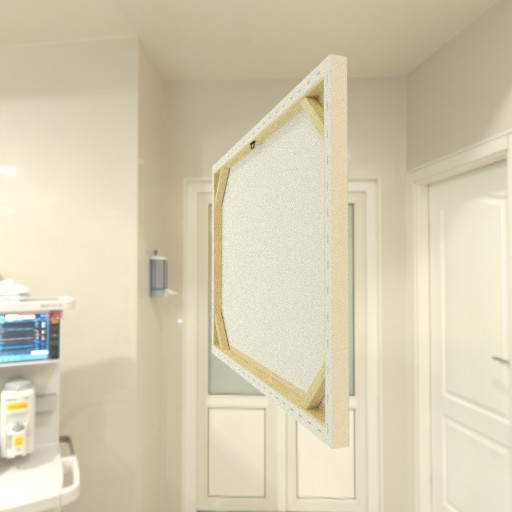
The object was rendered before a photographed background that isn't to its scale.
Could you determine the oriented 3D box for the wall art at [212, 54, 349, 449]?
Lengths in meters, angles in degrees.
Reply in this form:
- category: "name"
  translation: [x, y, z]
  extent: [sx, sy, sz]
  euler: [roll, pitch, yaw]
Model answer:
- category: "wall art"
  translation: [0.000, 0.000, 1.341]
  extent: [0.038, 0.762, 1.016]
  euler: [1, -2, -19]
